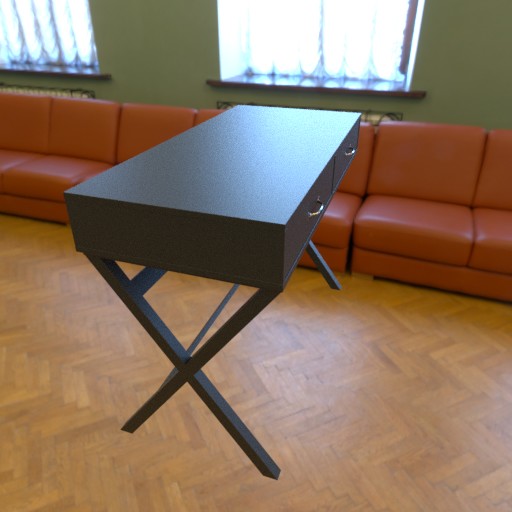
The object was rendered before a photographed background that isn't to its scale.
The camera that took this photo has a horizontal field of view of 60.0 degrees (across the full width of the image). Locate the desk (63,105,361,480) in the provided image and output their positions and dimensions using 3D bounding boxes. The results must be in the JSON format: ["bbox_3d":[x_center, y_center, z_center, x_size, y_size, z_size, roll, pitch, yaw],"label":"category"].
[{"bbox_3d":[0.000,0.000,1.517,0.525,0.780,1.057,10,31,17],"label":"desk"}]
